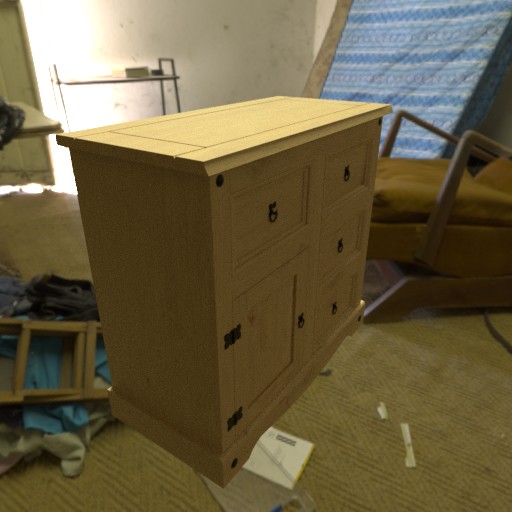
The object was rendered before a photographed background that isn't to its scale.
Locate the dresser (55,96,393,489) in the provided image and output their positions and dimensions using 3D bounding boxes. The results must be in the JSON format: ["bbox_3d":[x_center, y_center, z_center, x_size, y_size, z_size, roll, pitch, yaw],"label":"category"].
[{"bbox_3d":[0.000,0.000,1.377,0.440,0.835,0.915,17,31,31],"label":"dresser"}]
